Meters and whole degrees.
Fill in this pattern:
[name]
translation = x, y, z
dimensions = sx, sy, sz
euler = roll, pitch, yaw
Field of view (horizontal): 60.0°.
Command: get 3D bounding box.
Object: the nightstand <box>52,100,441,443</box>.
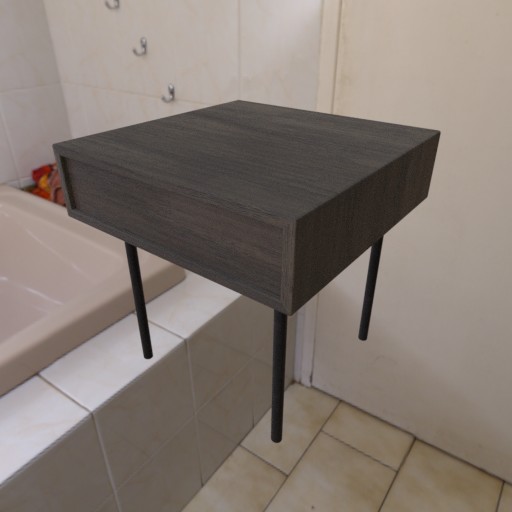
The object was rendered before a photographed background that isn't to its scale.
[nightstand]
translation = 0.000, 0.000, 0.924
dimensions = 0.502, 0.497, 0.503
euler = 21, 36, 32
